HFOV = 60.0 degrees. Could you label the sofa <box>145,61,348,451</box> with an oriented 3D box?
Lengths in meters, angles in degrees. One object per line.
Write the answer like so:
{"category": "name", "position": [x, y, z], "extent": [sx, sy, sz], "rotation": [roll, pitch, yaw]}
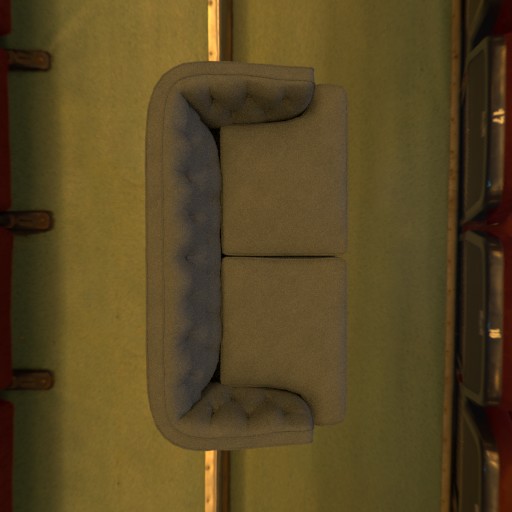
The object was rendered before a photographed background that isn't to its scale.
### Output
{"category": "sofa", "position": [0.000, 0.000, 2.270], "extent": [0.941, 0.855, 1.733], "rotation": [0, 91, 0]}
